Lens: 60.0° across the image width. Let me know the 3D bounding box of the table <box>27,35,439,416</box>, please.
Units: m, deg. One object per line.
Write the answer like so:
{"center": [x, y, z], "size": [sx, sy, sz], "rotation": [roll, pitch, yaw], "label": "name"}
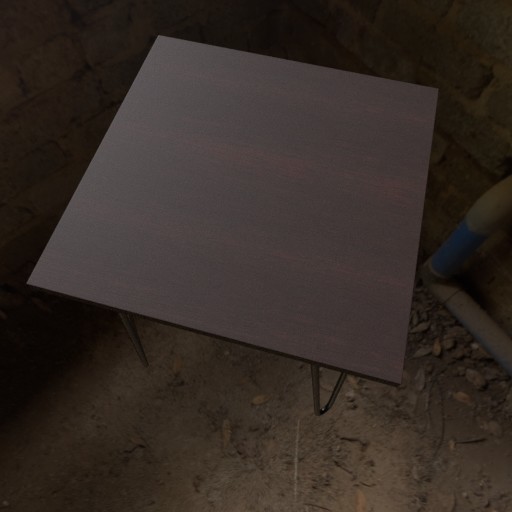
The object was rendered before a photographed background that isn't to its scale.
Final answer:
{"center": [0.000, 0.000, 0.913], "size": [0.495, 0.559, 0.495], "rotation": [14, 65, 6], "label": "table"}
